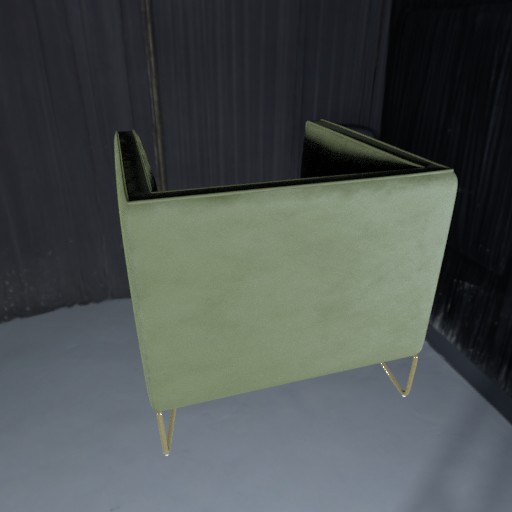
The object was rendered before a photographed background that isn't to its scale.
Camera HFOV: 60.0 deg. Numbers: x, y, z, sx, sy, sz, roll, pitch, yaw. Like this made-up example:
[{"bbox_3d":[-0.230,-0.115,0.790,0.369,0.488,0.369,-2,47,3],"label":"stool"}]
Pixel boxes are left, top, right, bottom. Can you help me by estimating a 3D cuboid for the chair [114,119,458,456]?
[{"bbox_3d":[0.000,0.000,1.585,0.880,0.790,0.894,-8,28,-15],"label":"chair"}]
